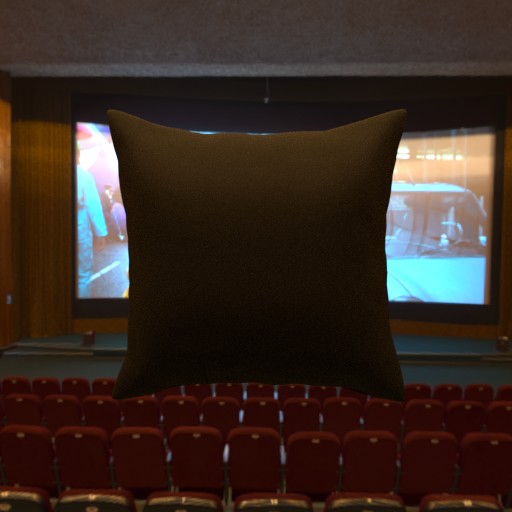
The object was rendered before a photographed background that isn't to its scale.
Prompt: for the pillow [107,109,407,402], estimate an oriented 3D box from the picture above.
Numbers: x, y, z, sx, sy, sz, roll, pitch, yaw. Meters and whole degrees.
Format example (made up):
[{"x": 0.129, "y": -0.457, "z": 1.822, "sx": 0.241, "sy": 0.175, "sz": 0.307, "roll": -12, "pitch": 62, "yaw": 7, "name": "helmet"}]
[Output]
[{"x": 0.000, "y": 0.000, "z": 0.751, "sx": 0.504, "sy": 0.494, "sz": 0.188, "roll": 0, "pitch": 1, "yaw": 1, "name": "pillow"}]
